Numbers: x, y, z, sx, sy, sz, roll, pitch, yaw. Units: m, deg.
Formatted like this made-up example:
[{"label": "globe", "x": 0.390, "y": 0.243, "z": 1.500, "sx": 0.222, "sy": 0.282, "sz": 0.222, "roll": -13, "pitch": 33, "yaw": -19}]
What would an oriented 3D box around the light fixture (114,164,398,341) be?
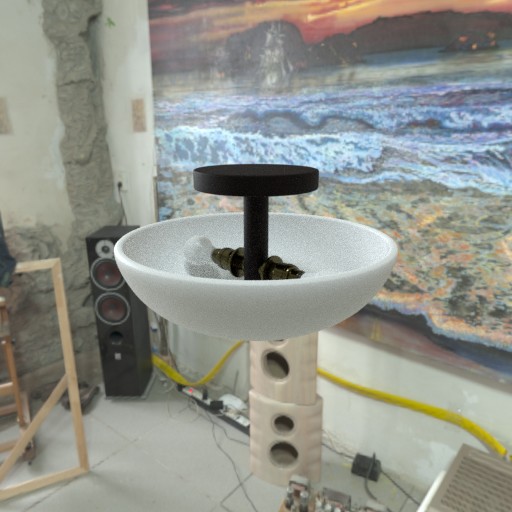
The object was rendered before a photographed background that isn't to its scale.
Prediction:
[{"label": "light fixture", "x": 0.000, "y": 0.000, "z": 0.546, "sx": 0.331, "sy": 0.212, "sz": 0.331, "roll": 0, "pitch": 16, "yaw": 0}]
